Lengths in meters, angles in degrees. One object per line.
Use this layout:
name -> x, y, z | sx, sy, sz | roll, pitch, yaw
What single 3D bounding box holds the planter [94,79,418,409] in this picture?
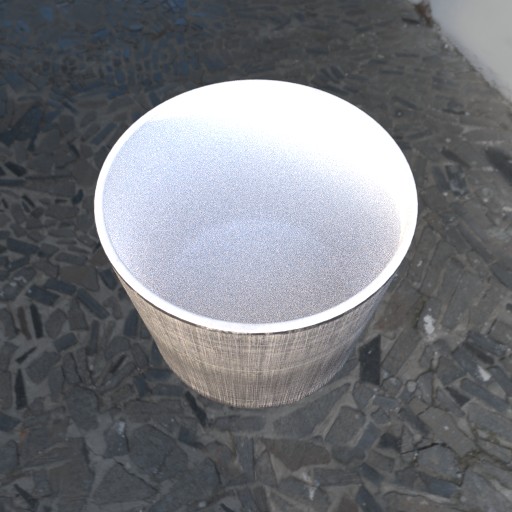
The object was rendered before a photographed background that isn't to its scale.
planter -> 0.000, 0.000, 0.314 | 0.178, 0.157, 0.178 | 0, 59, 0
